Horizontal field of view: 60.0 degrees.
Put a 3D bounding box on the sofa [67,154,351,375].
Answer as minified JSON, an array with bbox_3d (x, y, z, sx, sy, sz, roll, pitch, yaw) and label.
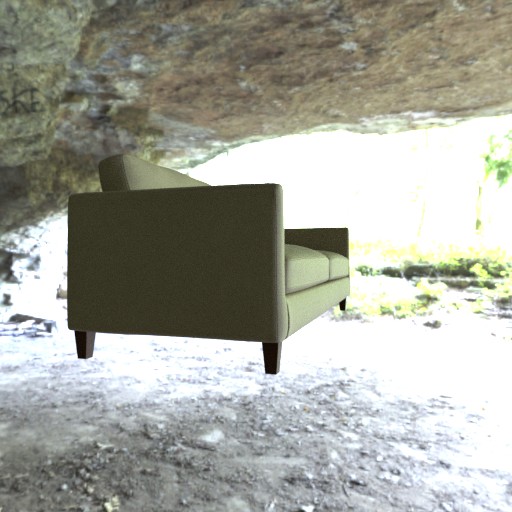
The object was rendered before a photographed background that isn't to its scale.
[{"bbox_3d":[0.000,0.000,2.866,0.988,0.912,2.404,0,-1,18],"label":"sofa"}]
